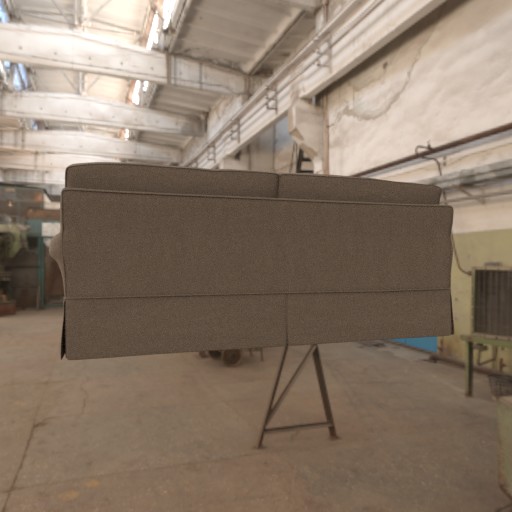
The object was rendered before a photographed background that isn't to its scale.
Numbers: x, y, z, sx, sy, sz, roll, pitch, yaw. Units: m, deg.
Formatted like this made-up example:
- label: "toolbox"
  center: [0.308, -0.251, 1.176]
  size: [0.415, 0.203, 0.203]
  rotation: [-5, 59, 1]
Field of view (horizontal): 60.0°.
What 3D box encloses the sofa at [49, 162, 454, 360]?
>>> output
- label: "sofa"
  center: [0.000, 0.000, 2.732]
  size: [2.248, 0.943, 0.991]
  rotation: [0, 0, -18]
